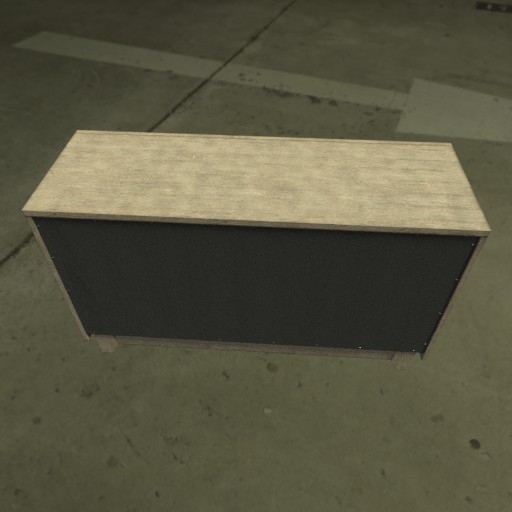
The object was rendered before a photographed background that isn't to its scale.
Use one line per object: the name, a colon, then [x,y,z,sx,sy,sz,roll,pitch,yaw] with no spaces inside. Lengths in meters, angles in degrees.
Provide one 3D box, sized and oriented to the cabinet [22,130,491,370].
cabinet: [0.000,0.000,1.846,1.460,0.825,0.511,3,45,3]
